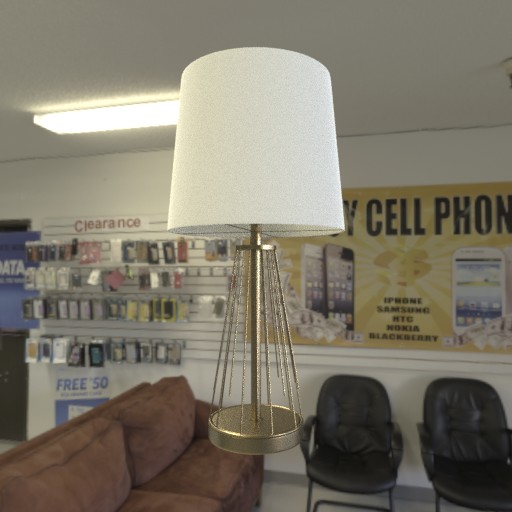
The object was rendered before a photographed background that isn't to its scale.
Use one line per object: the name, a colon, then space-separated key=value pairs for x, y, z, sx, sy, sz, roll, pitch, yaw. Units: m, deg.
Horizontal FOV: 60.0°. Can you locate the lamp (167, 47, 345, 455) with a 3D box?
lamp: x=0.000 y=0.000 z=0.771 sx=0.303 sy=0.618 sz=0.303 roll=0 pitch=-1 yaw=0
